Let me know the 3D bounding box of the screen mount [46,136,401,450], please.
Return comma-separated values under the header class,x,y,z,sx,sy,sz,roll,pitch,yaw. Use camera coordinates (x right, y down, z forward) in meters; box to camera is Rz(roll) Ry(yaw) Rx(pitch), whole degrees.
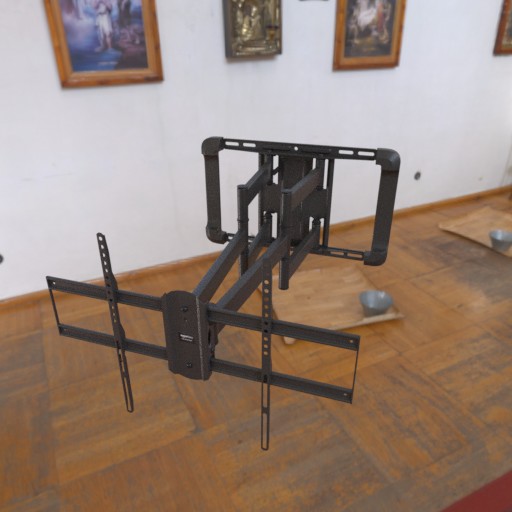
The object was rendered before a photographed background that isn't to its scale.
class,x,y,z,sx,sy,sz,roll,pitch,yaw
screen mount,0.000,0.000,1.304,0.725,0.483,0.905,9,28,17
